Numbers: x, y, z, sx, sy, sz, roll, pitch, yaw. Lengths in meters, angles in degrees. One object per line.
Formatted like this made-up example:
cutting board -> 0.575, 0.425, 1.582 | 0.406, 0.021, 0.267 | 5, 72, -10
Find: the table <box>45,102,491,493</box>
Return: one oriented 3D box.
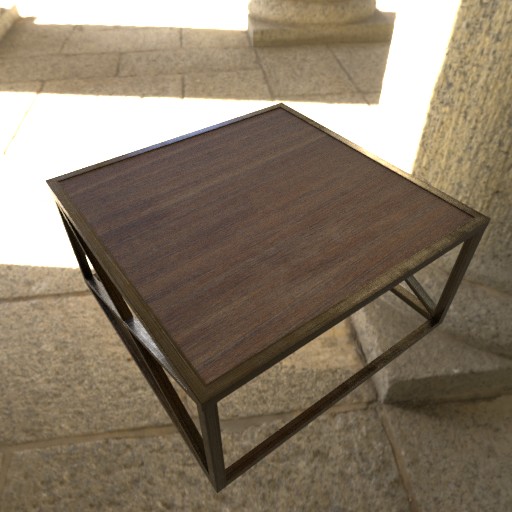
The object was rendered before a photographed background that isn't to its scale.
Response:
table -> 0.000, 0.000, 1.413 | 0.909, 0.451, 0.899 | -27, 49, -26
